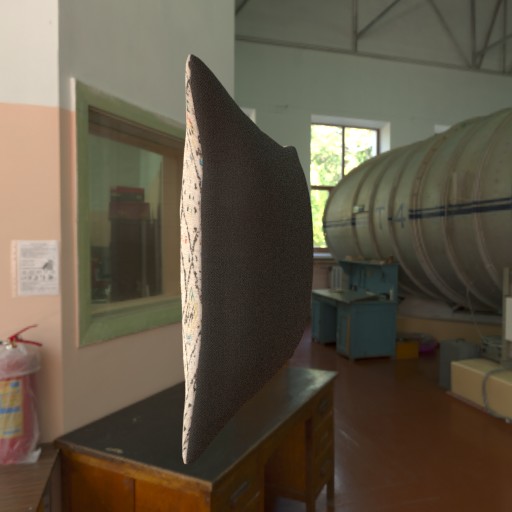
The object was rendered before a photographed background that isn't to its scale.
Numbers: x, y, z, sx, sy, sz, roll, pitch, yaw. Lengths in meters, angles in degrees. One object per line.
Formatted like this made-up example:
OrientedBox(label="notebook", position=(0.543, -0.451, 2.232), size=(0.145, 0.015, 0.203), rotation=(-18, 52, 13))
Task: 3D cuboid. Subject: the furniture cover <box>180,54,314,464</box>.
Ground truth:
OrientedBox(label="furniture cover", position=(0.000, 0.000, 0.782), size=(0.180, 0.498, 0.525), rotation=(1, 2, 18))
